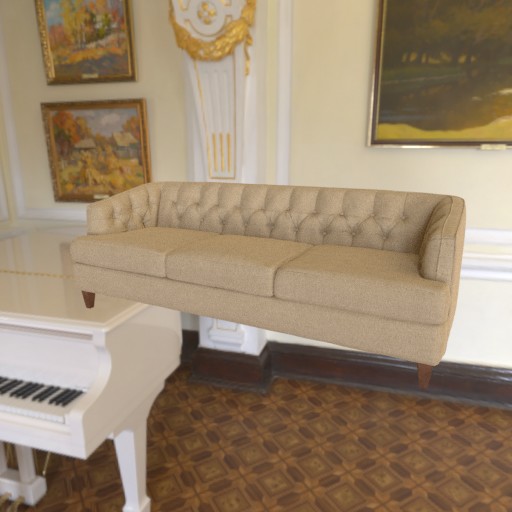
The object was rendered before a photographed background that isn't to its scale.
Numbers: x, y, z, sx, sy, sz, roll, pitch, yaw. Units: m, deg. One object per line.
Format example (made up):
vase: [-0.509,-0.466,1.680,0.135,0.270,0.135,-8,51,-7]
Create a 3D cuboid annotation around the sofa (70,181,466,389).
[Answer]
sofa: [0.000,0.000,2.673,2.235,0.788,0.913,7,16,28]
